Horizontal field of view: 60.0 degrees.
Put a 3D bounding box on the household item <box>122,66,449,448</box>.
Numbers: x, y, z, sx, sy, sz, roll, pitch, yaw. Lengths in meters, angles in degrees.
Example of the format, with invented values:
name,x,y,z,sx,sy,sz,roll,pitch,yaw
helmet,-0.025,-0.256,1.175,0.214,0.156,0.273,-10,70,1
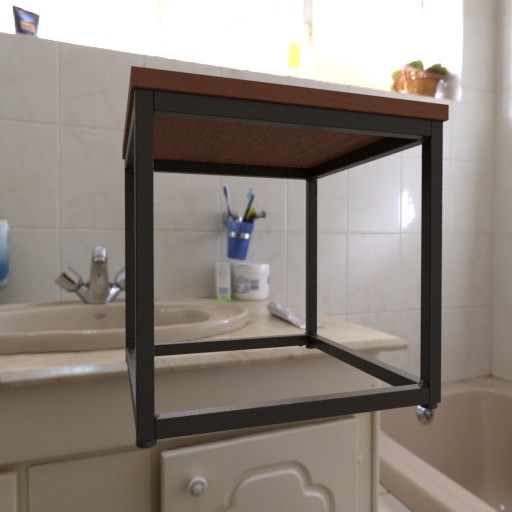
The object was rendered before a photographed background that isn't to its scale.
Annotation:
name,x,y,z,sx,sy,sz,roll,pitch,yaw
household item,0.000,0.000,0.711,0.400,0.400,0.400,0,1,-18
